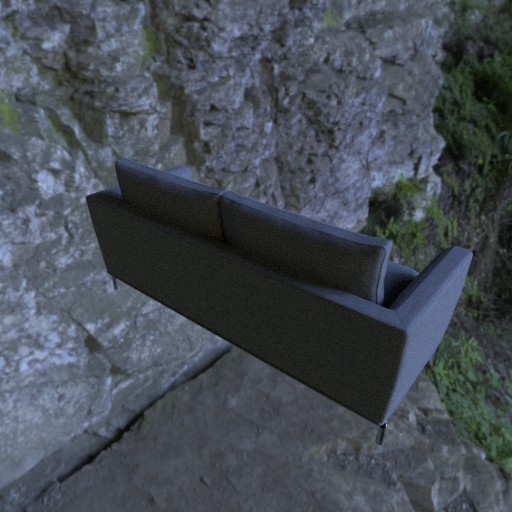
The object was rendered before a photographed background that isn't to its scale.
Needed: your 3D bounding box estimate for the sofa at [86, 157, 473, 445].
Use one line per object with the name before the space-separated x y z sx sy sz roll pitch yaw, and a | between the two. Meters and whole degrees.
sofa | 0.000 0.000 2.711 2.212 1.002 0.869 22 36 33
